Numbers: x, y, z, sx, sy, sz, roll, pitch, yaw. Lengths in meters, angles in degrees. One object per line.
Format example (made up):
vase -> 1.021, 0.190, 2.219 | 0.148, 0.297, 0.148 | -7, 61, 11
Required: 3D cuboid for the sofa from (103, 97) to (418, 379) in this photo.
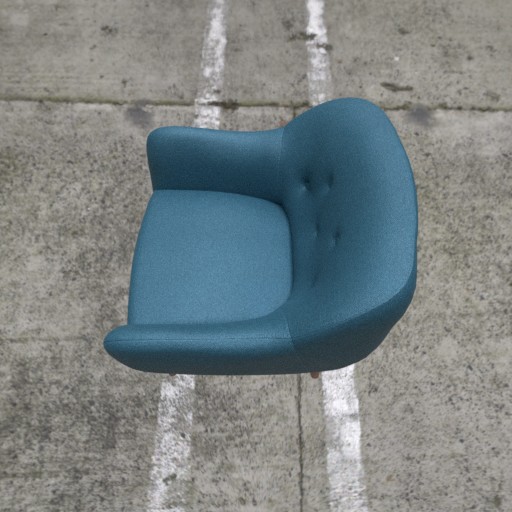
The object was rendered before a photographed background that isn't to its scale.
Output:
sofa -> 0.000, 0.000, 1.492 | 0.825, 0.817, 0.836 | 1, 57, 1
